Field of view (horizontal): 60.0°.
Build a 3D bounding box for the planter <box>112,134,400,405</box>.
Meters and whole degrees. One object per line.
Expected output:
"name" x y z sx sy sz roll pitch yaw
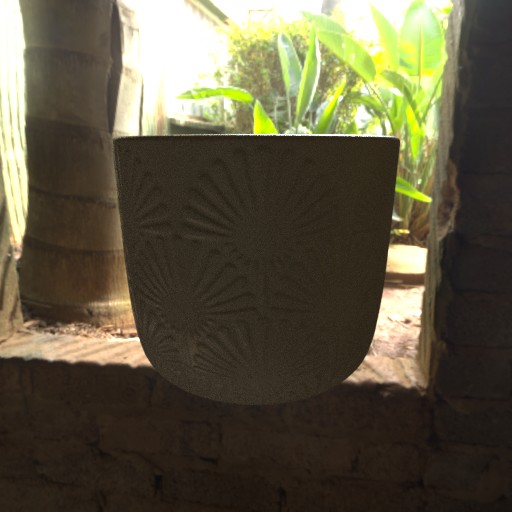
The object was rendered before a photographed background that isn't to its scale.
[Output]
"planter" 0.000 0.000 0.212 0.124 0.109 0.124 0 14 0
